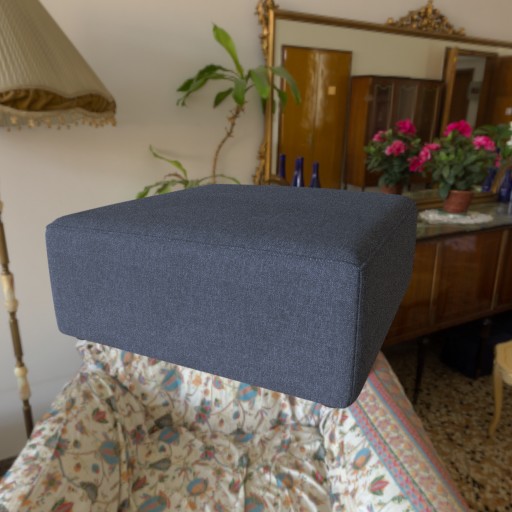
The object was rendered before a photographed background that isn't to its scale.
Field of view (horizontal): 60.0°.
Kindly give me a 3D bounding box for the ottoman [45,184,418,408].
[{"bbox_3d":[0.000,0.000,1.608,1.000,0.439,1.000,8,18,25],"label":"ottoman"}]
